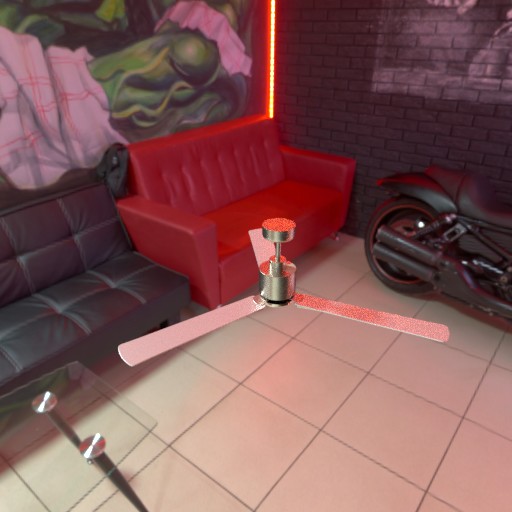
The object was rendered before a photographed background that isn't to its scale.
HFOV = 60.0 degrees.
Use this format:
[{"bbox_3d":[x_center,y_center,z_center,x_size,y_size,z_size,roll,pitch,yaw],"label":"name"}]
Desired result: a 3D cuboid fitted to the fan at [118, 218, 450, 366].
[{"bbox_3d":[0.000,0.000,2.446,1.561,0.446,1.531,-9,29,-17],"label":"fan"}]
